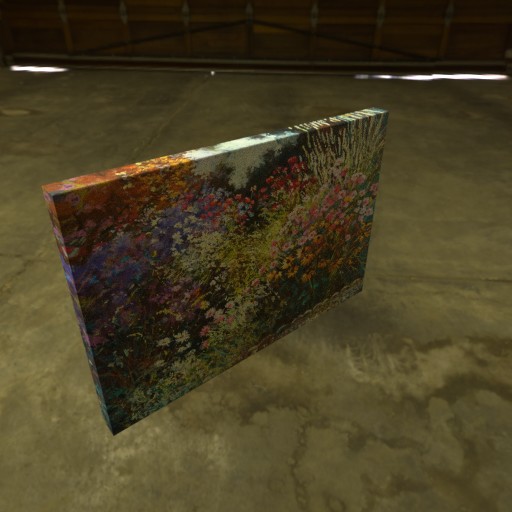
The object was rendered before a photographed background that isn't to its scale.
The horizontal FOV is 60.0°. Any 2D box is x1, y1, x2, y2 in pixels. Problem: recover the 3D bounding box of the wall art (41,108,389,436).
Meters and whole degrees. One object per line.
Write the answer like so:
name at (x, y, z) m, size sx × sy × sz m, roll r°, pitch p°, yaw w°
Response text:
wall art at (0.000, 0.000, 0.768) m, size 0.610 × 0.406 × 0.037 m, roll -23°, pitch 38°, yaw -33°
